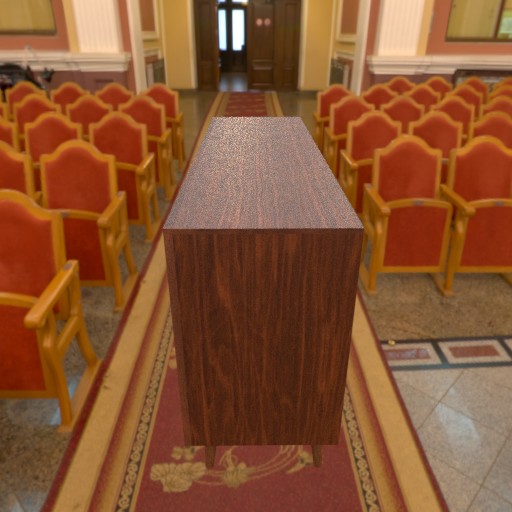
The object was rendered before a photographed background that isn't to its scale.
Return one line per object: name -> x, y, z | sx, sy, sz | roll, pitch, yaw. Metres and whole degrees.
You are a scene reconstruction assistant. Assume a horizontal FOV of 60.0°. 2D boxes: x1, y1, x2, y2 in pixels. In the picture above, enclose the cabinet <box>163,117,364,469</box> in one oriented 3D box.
cabinet -> 0.000, 0.000, 1.974 | 0.505, 0.940, 1.575 | 0, 27, 0
